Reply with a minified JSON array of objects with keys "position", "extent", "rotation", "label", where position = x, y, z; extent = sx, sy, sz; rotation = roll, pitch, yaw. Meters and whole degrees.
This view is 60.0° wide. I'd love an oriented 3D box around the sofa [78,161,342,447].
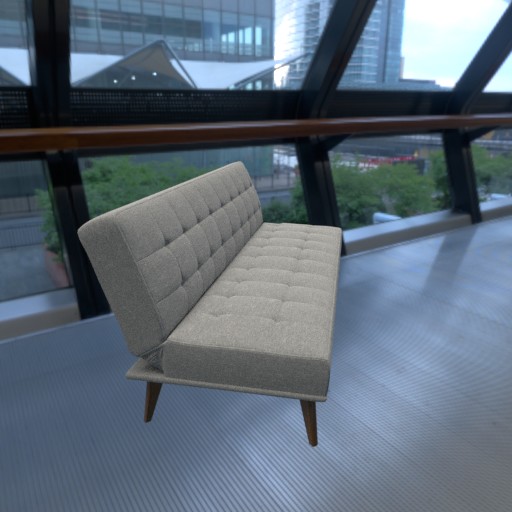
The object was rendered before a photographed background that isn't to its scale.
[{"position":[0.000,0.000,2.321],"extent":[0.860,0.810,1.800],"rotation":[4,18,11],"label":"sofa"}]
